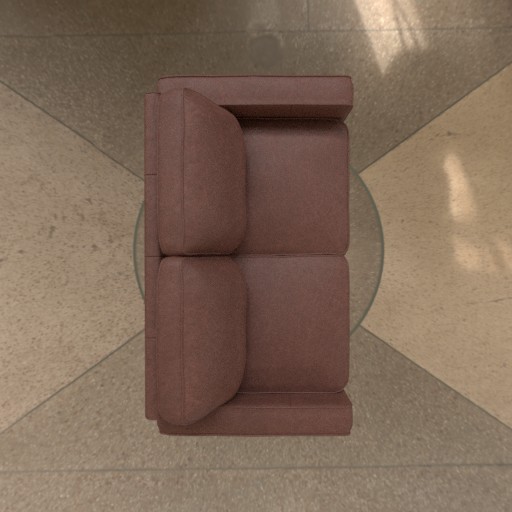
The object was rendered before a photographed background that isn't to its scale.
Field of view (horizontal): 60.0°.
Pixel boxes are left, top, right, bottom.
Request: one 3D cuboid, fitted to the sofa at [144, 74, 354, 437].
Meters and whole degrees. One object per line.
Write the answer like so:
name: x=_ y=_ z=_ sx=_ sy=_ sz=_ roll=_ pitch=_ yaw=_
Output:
sofa: x=0.000 y=0.000 z=2.220 sx=0.947 sy=0.918 sz=1.709 roll=0 pitch=91 yaw=0
